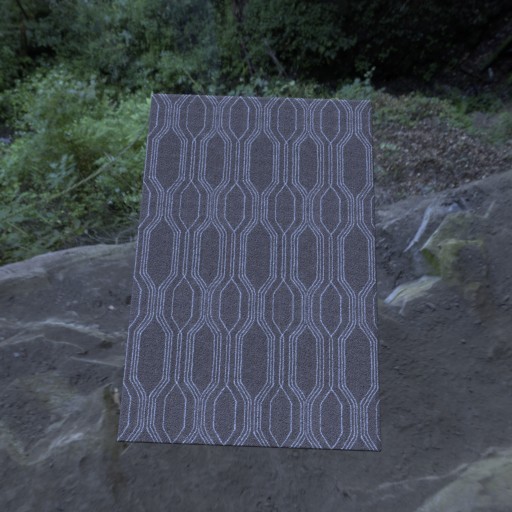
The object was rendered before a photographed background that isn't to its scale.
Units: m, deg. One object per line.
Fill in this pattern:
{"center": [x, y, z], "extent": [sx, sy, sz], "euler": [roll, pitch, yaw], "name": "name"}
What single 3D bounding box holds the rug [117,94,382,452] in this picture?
{"center": [0.000, 0.000, 2.283], "extent": [1.239, 0.012, 1.836], "euler": [2, 77, 0], "name": "rug"}
